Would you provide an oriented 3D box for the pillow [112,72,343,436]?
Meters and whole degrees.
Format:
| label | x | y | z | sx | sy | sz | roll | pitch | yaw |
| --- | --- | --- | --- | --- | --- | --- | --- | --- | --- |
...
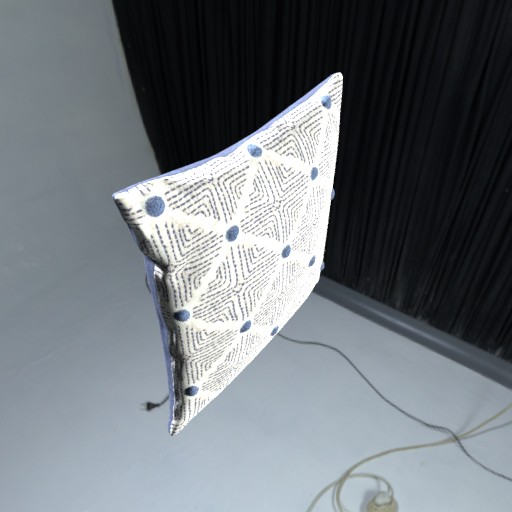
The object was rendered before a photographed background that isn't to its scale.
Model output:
| label | x | y | z | sx | sy | sz | roll | pitch | yaw |
| --- | --- | --- | --- | --- | --- | --- | --- | --- | --- |
| pillow | 0.000 | 0.000 | 0.791 | 0.145 | 0.510 | 0.510 | 26 | 47 | 27 |
